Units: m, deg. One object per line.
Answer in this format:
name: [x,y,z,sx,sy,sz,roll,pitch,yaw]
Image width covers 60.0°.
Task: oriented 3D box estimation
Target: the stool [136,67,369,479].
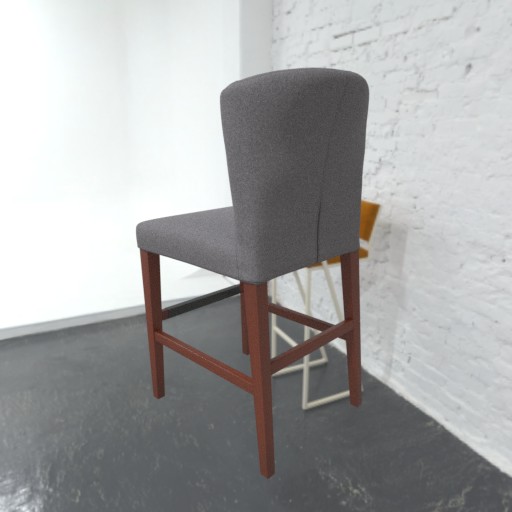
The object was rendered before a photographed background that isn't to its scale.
stool: [0.000,0.000,1.297,0.568,0.968,0.481,15,21,42]
